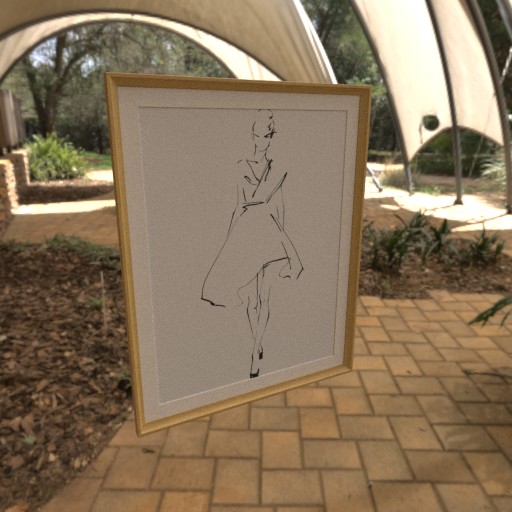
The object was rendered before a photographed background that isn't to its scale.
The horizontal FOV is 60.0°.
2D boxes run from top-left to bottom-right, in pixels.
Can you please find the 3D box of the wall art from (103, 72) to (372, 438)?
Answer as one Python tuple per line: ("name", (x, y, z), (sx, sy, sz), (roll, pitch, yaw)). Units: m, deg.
("wall art", (0.000, 0.000, 1.354), (0.798, 1.002, 0.030), (-8, 18, -26))
